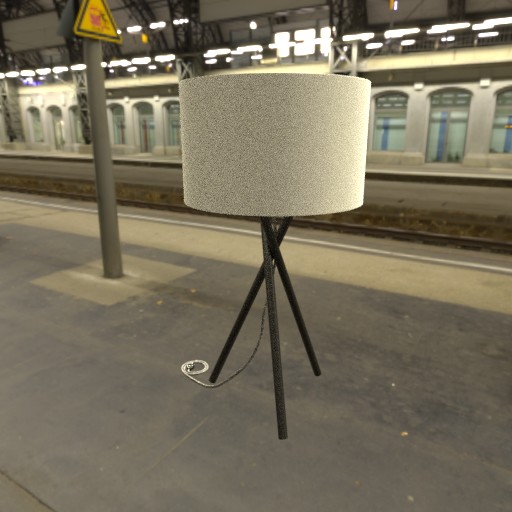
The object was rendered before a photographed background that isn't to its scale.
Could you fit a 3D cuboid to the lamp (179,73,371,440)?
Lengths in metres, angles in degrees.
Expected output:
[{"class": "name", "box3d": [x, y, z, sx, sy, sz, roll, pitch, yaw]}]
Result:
[{"class": "lamp", "box3d": [0.000, 0.000, 0.931, 0.422, 0.674, 0.353, 3, 16, 10]}]
